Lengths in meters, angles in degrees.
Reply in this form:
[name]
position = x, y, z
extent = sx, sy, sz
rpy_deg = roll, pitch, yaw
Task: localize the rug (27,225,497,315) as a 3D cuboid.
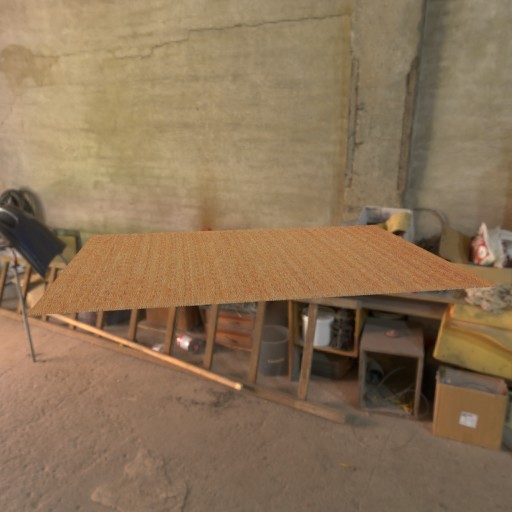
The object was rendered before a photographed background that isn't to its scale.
[rug]
position = 0.000, 0.000, 2.845
extent = 2.285, 0.006, 1.524
rpy_deg = -3, 16, -9
